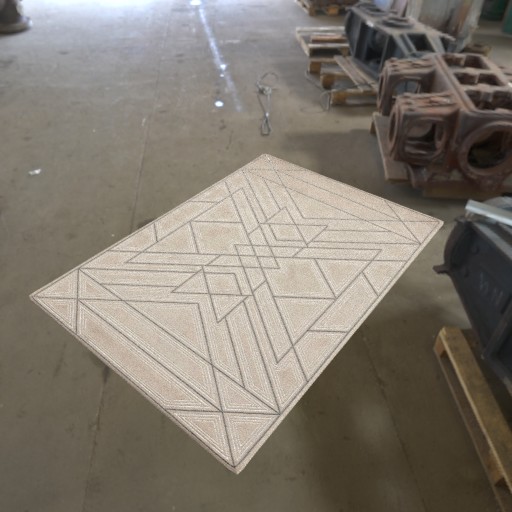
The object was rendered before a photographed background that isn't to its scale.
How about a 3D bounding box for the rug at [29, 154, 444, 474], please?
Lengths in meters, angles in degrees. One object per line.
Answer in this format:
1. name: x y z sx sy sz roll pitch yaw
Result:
1. rug: 0.000 0.000 4.303 2.436 0.026 3.381 28 48 28
